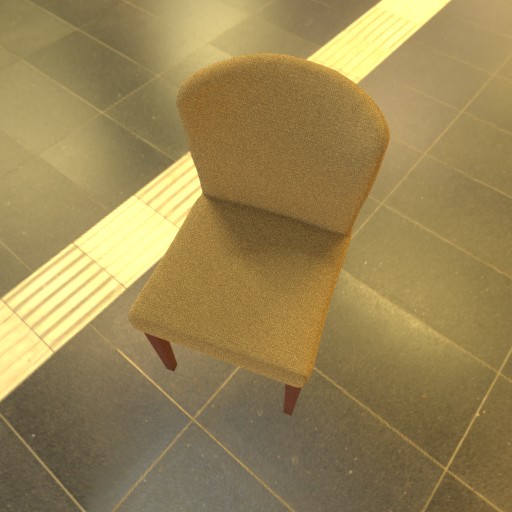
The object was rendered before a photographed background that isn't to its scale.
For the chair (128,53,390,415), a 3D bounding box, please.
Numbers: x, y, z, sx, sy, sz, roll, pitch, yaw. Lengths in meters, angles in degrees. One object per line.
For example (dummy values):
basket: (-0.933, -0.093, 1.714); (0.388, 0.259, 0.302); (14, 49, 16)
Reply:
chair: (0.000, 0.000, 1.211); (0.491, 0.839, 0.589); (17, 59, 11)
